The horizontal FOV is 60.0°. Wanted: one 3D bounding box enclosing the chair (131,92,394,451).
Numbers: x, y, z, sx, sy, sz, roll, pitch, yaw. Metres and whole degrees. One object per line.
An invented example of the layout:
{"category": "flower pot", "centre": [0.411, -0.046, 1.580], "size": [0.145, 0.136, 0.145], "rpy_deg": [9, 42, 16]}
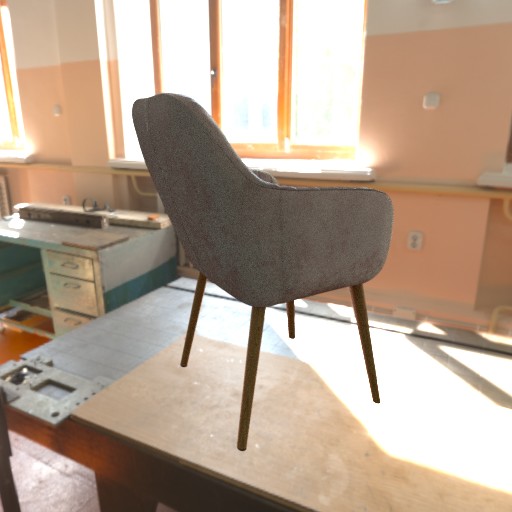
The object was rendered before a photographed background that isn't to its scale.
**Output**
{"category": "chair", "centre": [0.000, 0.000, 1.246], "size": [0.570, 0.832, 0.610], "rpy_deg": [-8, 18, -26]}
